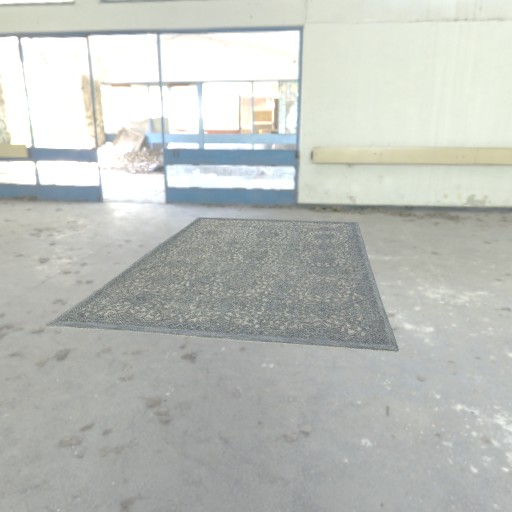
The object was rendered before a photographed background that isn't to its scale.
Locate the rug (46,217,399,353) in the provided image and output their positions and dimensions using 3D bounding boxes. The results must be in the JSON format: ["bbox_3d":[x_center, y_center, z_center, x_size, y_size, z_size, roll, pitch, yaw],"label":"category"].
[{"bbox_3d":[0.000,0.000,3.054,1.535,0.022,2.498,2,17,8],"label":"rug"}]
